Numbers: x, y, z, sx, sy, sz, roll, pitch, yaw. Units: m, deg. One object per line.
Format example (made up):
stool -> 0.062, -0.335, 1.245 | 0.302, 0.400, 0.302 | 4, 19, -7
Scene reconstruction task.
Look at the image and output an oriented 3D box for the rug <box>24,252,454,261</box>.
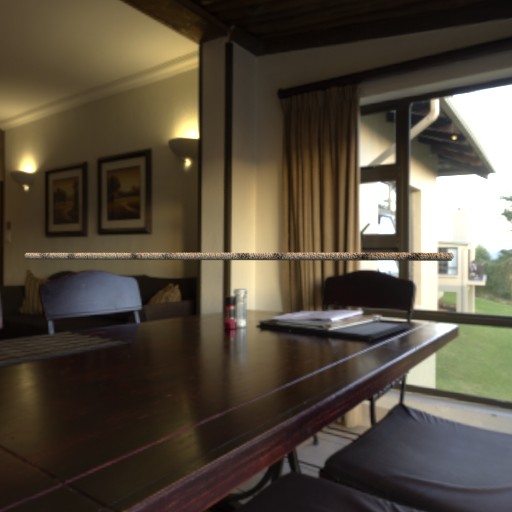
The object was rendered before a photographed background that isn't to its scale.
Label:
rug -> 0.000, 0.000, 2.126 | 1.600, 0.025, 1.200 | 0, 0, 17
